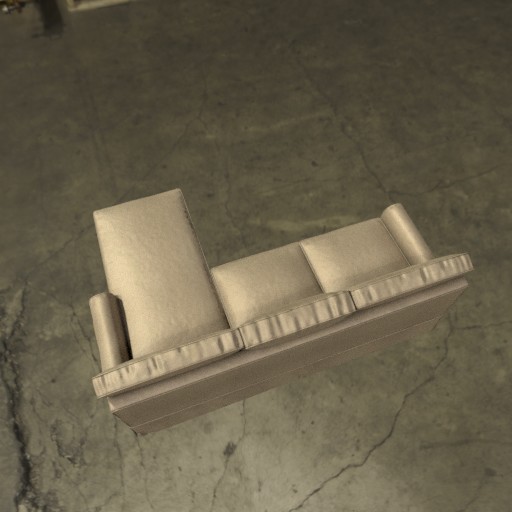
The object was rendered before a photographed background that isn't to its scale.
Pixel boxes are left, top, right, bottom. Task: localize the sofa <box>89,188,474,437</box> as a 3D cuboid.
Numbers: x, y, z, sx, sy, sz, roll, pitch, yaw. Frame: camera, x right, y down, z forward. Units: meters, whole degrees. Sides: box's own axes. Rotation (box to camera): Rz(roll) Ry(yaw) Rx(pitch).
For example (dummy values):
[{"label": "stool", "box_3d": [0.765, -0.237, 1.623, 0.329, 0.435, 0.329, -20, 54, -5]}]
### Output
[{"label": "sofa", "box_3d": [0.000, 0.000, 3.358, 2.475, 0.978, 1.733, -17, 60, -10]}]
